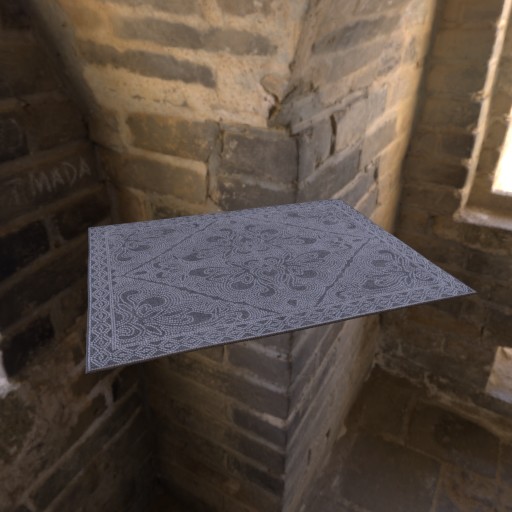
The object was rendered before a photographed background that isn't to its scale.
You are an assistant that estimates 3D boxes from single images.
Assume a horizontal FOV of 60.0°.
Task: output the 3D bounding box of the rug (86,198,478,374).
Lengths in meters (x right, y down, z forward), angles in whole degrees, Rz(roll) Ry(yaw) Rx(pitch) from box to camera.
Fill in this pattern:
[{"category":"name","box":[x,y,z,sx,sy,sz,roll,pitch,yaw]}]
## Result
[{"category":"rug","box":[0.000,0.000,4.209,3.048,0.012,2.438,-8,28,-16]}]
